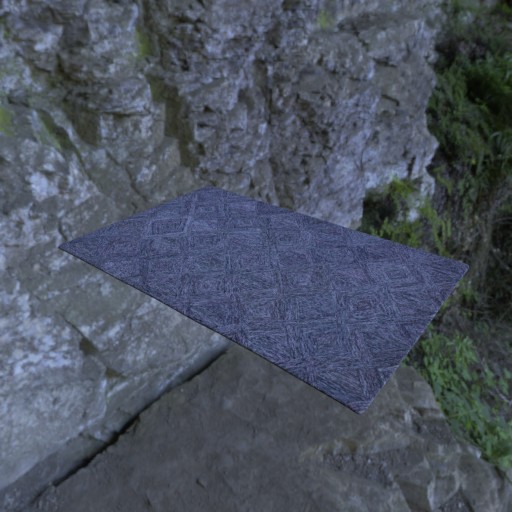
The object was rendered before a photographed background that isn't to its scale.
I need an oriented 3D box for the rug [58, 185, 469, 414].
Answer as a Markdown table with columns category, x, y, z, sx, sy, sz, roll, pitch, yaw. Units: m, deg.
| category | x | y | z | sx | sy | sz | roll | pitch | yaw |
| --- | --- | --- | --- | --- | --- | --- | --- | --- | --- |
| rug | 0.000 | 0.000 | 2.233 | 1.752 | 0.013 | 1.158 | 21 | 36 | 33 |
